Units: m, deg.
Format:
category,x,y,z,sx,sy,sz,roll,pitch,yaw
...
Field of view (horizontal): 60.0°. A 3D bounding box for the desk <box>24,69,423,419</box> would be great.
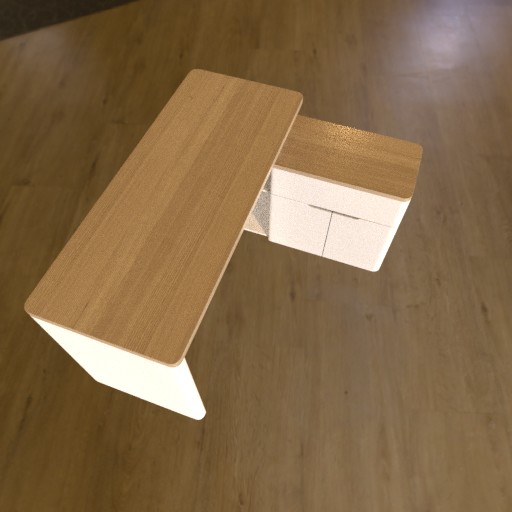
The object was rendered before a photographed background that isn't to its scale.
category,x,y,z,sx,sy,sz,roll,pitch,yaw
desk,0.000,0.000,2.052,1.175,0.770,1.400,17,59,11
